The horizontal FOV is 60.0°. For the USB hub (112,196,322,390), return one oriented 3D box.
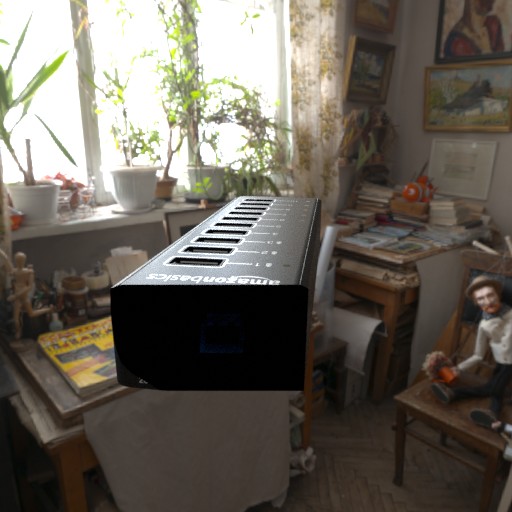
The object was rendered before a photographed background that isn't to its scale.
[{"bbox_3d":[0.000,0.000,0.164,0.044,0.023,0.145,3,16,9],"label":"USB hub"}]
